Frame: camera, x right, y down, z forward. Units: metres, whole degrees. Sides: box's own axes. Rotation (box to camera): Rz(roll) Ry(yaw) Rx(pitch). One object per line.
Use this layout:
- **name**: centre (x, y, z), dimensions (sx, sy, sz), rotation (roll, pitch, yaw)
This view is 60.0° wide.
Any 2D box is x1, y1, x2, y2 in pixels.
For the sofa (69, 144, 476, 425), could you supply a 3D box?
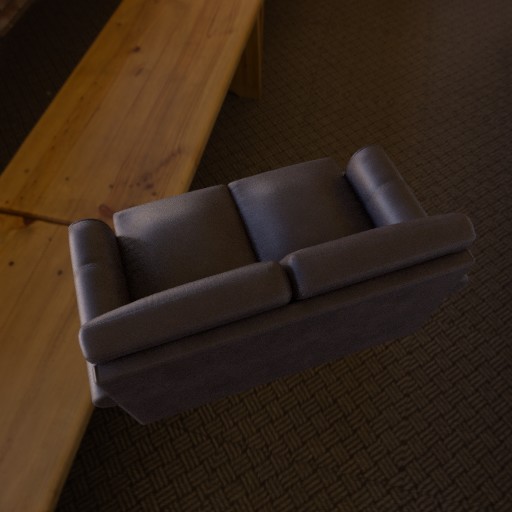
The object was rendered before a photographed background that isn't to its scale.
- **sofa**: centre (0.000, 0.000, 2.182), dimensions (1.663, 0.979, 1.030), rotation (-16, 61, -9)
